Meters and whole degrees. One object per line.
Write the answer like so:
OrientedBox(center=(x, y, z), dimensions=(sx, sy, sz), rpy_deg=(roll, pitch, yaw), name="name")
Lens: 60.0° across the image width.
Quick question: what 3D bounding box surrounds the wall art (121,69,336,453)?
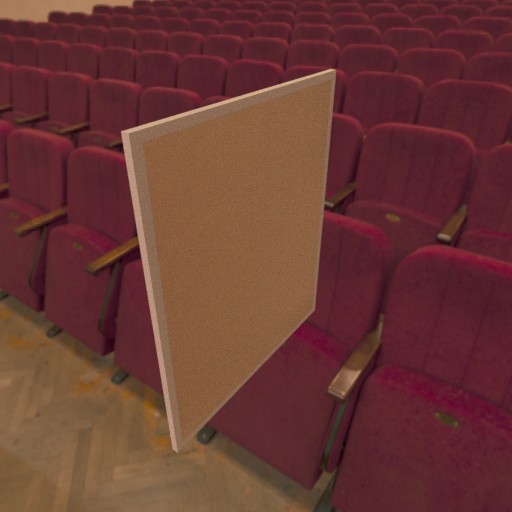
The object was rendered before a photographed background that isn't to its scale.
OrientedBox(center=(0.000, 0.000, 0.789), dimensions=(0.012, 0.557, 0.482), rpy_deg=(21, 38, 30), name="wall art")
